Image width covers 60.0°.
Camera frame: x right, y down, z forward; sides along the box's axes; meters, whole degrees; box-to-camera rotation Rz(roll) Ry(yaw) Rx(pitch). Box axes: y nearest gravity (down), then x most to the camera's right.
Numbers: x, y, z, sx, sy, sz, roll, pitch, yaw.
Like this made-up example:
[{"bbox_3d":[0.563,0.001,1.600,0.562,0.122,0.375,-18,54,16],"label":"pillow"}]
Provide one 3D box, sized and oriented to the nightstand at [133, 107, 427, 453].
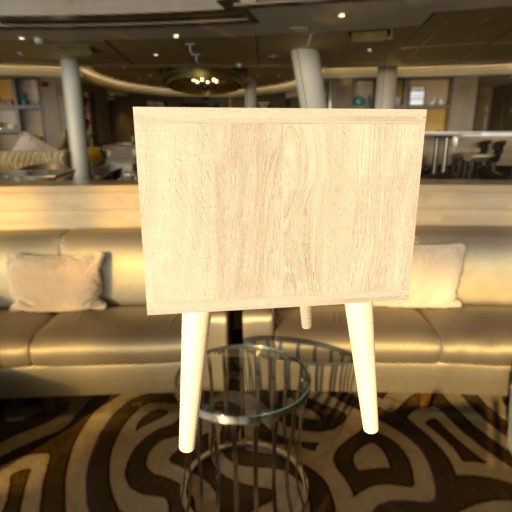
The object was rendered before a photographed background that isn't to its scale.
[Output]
[{"bbox_3d":[0.000,0.000,0.827,0.380,0.500,0.450,-2,15,-8],"label":"nightstand"}]
